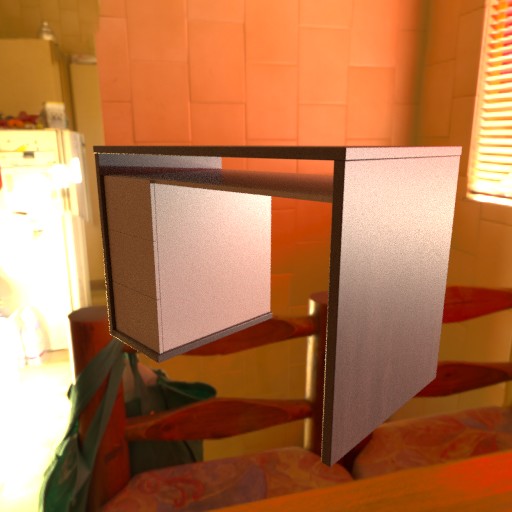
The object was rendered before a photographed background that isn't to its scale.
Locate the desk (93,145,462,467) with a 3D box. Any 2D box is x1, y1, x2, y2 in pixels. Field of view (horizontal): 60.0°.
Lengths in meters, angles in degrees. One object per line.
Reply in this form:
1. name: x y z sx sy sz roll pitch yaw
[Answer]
1. desk: 0.000 0.000 1.554 1.100 0.750 0.600 14 20 43
